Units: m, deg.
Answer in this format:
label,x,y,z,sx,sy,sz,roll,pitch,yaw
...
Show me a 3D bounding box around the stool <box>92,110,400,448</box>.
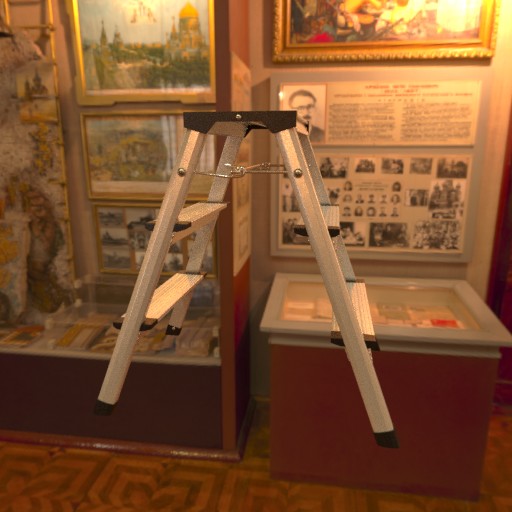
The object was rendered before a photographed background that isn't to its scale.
label,x,y,z,sx,sy,sz,roll,pitch,yaw
stool,0.000,0.000,1.010,0.622,0.605,0.437,2,14,10
